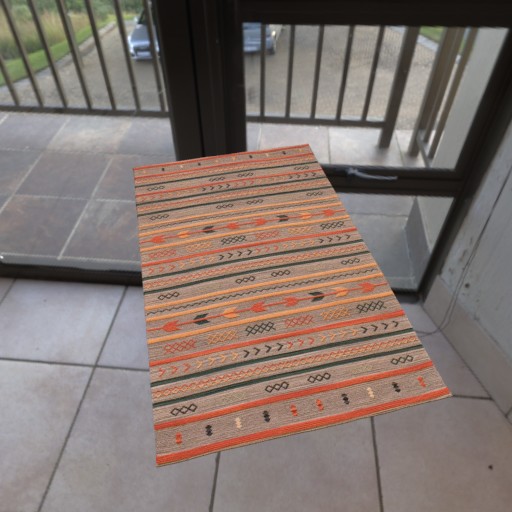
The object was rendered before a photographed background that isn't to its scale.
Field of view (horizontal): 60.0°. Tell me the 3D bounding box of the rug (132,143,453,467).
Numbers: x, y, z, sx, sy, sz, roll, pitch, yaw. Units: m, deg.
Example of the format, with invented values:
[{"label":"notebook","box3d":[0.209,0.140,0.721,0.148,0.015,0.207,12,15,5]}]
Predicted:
[{"label":"rug","box3d":[0.000,0.000,3.002,1.537,0.029,2.439,-10,47,-9]}]
